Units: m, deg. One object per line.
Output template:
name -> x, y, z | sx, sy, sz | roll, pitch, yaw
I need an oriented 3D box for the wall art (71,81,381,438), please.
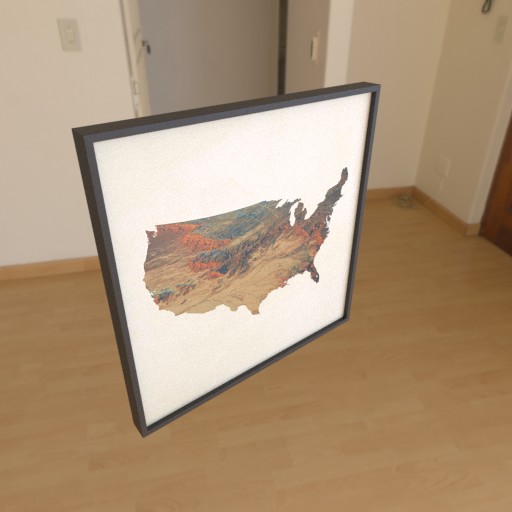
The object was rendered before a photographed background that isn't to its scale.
wall art -> 0.000, 0.000, 0.758 | 0.507, 0.507, 0.038 | -22, 37, -32
